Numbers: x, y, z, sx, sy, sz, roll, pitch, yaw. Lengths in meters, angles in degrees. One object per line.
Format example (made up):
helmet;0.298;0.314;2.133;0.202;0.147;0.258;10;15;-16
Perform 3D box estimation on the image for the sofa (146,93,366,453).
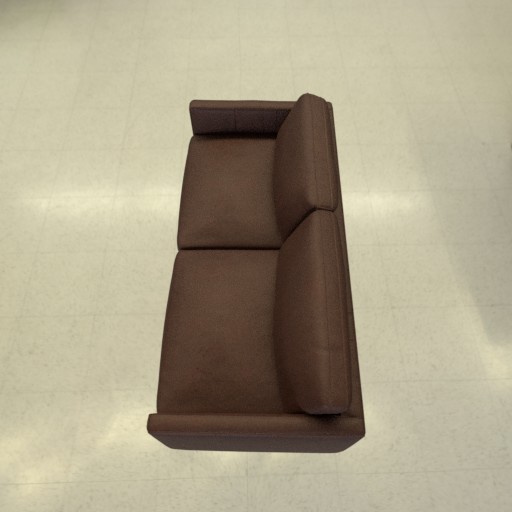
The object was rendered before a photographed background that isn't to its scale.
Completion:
sofa;0.000;0.000;2.471;0.923;0.863;1.971;1;60;0
